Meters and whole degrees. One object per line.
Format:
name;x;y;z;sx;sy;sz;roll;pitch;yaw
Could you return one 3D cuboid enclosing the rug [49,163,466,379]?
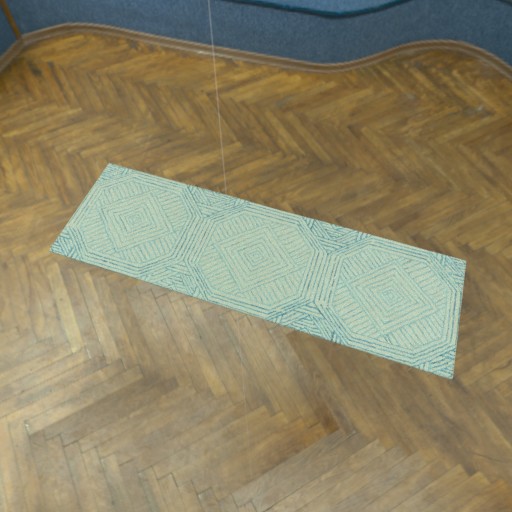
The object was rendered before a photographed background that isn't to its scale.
rug;0.000;0.000;2.728;2.452;0.012;0.775;16;60;10
